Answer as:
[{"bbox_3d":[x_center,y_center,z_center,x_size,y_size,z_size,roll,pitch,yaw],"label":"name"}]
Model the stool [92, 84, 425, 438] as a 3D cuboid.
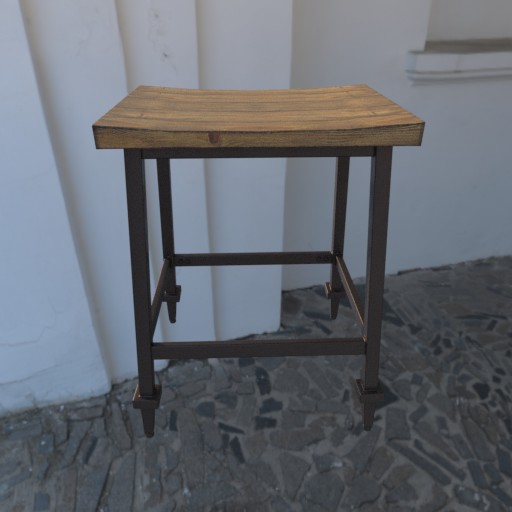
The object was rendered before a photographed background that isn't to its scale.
[{"bbox_3d":[0.000,0.000,0.926,0.486,0.625,0.405,-1,30,-2],"label":"stool"}]
